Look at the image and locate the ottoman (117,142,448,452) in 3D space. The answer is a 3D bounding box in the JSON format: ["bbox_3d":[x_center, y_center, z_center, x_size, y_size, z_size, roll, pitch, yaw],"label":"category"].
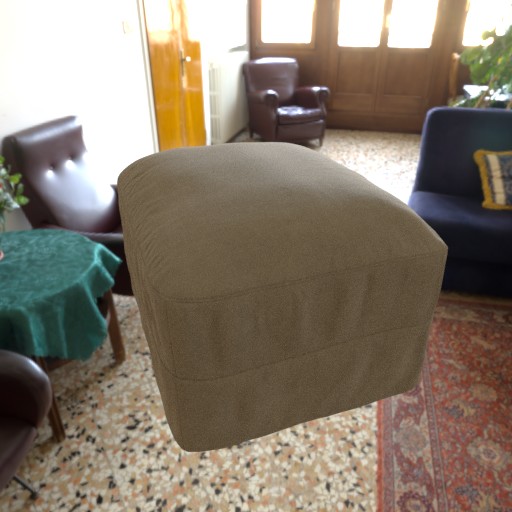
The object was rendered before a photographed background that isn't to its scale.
[{"bbox_3d":[0.000,0.000,1.082,0.584,0.480,0.712,-11,31,-18],"label":"ottoman"}]
